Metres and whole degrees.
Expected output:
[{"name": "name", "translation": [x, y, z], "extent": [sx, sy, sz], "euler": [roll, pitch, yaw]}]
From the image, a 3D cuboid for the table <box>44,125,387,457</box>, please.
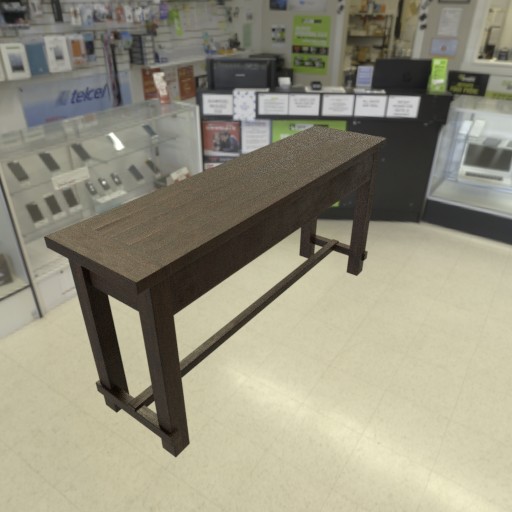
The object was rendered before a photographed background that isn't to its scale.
[{"name": "table", "translation": [0.000, 0.000, 1.961], "extent": [0.442, 0.762, 1.599], "euler": [21, 37, 31]}]
